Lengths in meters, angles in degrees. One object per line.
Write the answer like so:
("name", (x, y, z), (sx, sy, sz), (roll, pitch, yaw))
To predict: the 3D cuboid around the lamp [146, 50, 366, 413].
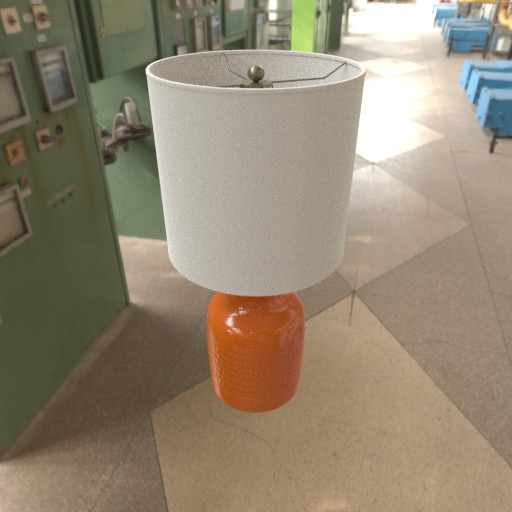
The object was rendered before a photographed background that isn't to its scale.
("lamp", (0.000, 0.000, 1.089), (0.418, 0.871, 0.418), (9, 34, 14))
